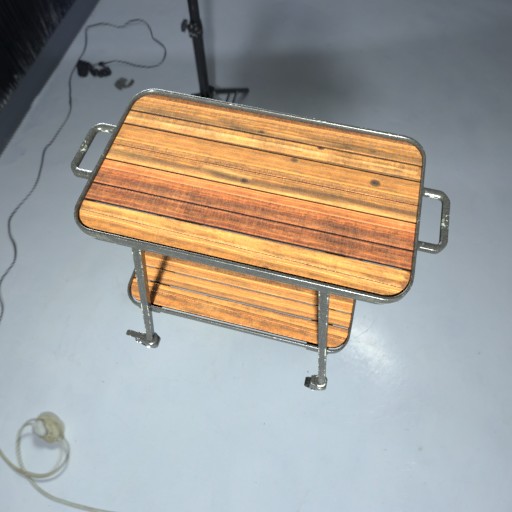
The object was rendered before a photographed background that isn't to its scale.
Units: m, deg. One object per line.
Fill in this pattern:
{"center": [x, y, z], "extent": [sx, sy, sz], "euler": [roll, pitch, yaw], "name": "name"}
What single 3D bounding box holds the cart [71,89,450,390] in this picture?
{"center": [0.000, 0.000, 1.249], "extent": [0.806, 0.700, 0.515], "euler": [13, 64, 6], "name": "cart"}
